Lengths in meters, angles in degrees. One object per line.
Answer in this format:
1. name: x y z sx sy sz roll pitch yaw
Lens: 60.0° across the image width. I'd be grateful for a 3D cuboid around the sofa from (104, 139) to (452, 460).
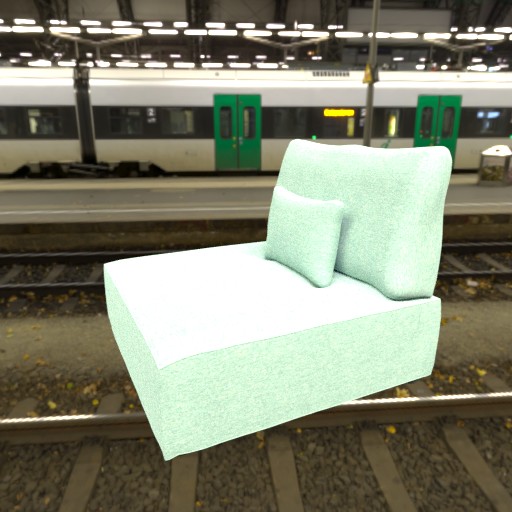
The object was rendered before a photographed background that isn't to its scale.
1. sofa: 0.000 0.000 1.674 1.000 0.820 0.930 -8 18 -25
